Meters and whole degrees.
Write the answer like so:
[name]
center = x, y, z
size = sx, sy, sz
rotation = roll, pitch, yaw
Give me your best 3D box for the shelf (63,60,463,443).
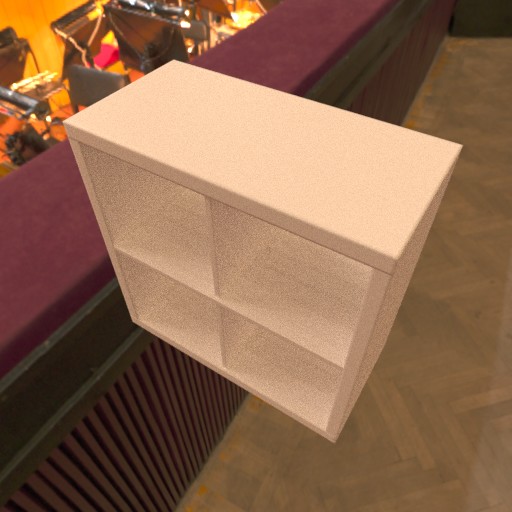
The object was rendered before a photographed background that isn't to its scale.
[shelf]
center = 0.000, 0.000, 1.256
size = 0.790, 0.786, 0.390
rotation = 25, 52, 22
